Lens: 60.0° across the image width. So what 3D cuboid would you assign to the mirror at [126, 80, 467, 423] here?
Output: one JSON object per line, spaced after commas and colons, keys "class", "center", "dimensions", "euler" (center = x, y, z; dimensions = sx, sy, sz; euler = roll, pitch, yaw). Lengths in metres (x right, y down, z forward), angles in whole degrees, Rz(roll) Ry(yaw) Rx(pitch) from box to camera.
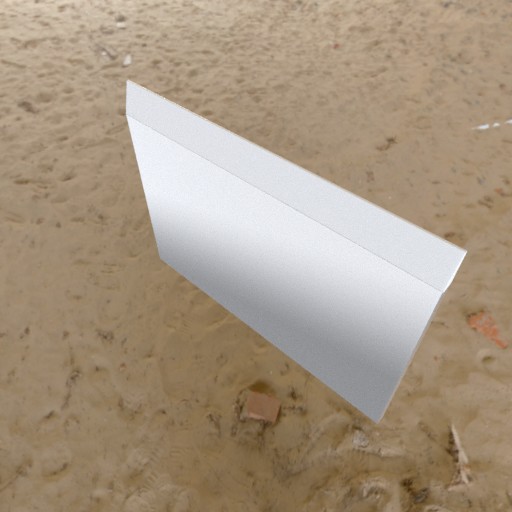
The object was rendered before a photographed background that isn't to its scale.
{"class": "mirror", "center": [0.000, 0.000, 1.120], "dimensions": [0.870, 0.630, 0.030], "euler": [33, 55, 27]}
